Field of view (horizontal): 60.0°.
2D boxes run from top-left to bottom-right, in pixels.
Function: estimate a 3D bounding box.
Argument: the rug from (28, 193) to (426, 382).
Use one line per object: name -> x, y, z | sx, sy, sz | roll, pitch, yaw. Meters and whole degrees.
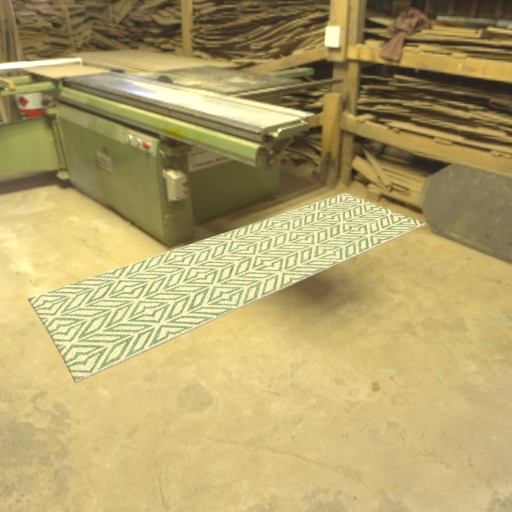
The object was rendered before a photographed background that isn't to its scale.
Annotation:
rug -> 0.000, 0.000, 2.703 | 2.435, 0.009, 0.750 | -21, 36, -32
